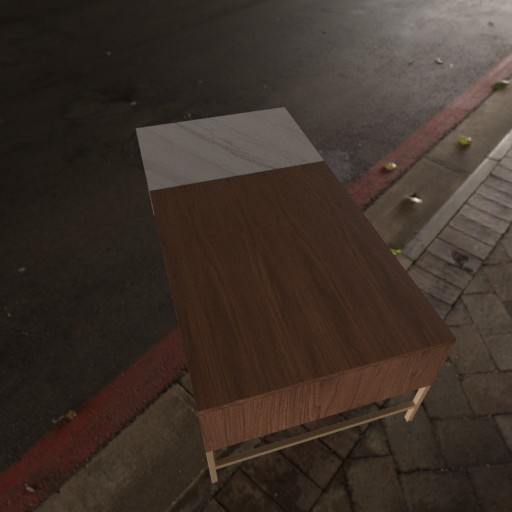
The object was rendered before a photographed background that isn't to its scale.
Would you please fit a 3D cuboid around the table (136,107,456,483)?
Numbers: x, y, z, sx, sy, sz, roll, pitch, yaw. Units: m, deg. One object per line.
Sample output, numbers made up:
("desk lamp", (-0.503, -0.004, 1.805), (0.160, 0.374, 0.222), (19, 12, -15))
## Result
("table", (0.000, 0.000, 1.970), (0.789, 0.551, 1.553), (-12, 46, -12))
